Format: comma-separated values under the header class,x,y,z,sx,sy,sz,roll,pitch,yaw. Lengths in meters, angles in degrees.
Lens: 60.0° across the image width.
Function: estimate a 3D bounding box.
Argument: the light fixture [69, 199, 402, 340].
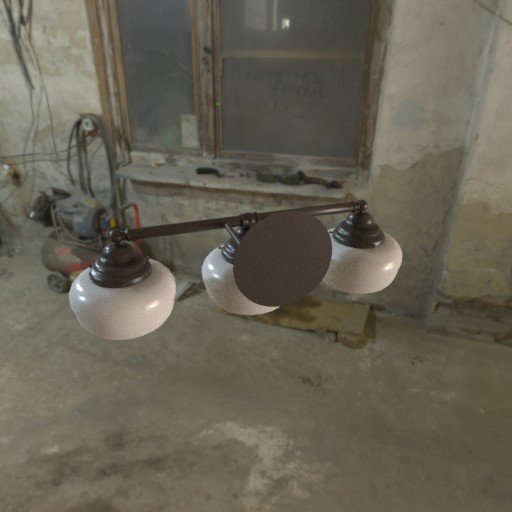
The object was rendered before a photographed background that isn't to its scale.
class,x,y,z,sx,sy,sz,roll,pitch,yaw
light fixture,0.000,0.000,0.720,0.587,0.242,0.239,-9,28,-17
